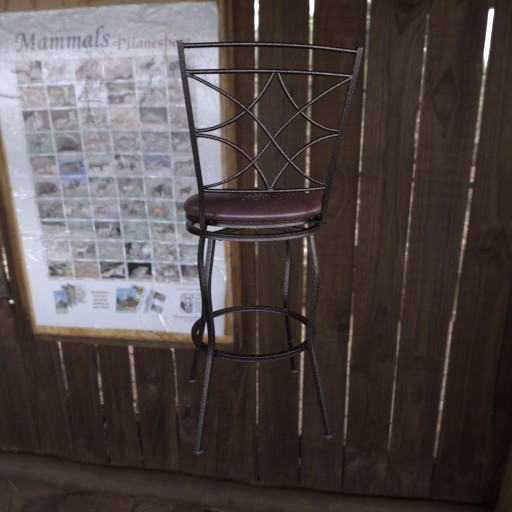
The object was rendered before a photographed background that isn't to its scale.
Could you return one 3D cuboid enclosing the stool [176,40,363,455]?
[{"bbox_3d":[0.000,0.000,1.359,0.434,1.117,0.534,-3,15,-10],"label":"stool"}]
